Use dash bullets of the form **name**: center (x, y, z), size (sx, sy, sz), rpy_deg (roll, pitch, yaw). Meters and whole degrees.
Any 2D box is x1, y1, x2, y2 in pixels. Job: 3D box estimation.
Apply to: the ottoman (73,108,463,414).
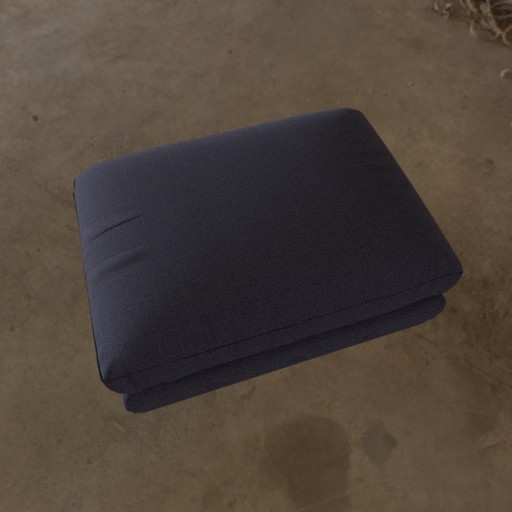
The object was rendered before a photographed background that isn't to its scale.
- **ottoman**: center (0.000, 0.000, 1.122), size (0.767, 0.486, 0.558), rpy_deg (-15, 60, -9)
